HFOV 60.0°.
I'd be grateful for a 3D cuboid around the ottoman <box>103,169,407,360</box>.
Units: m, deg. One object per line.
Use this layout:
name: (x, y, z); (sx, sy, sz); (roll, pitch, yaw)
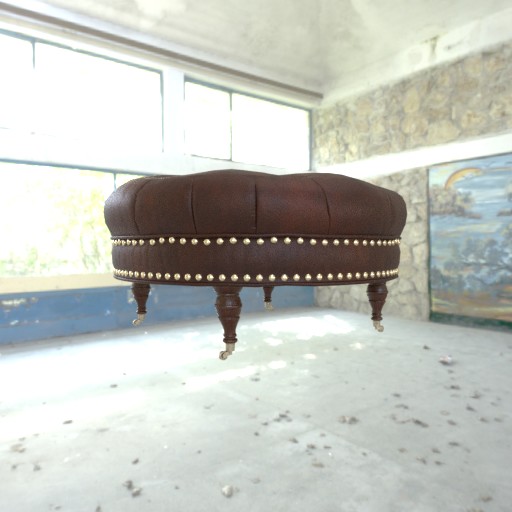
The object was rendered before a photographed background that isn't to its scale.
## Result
ottoman: (0.000, 0.000, 1.380); (0.901, 0.455, 0.901); (0, 1, 0)
